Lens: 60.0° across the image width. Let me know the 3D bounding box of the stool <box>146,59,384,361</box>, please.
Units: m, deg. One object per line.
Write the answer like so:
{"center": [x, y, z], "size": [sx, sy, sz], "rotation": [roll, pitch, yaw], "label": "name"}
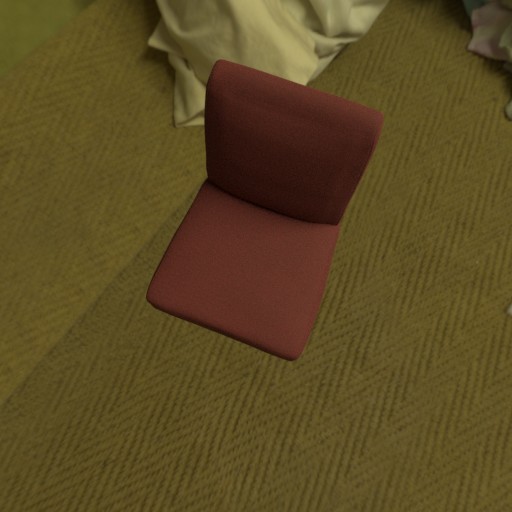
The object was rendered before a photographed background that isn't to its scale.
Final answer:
{"center": [0.000, 0.000, 1.434], "size": [0.468, 1.093, 0.562], "rotation": [21, 76, 5], "label": "stool"}
